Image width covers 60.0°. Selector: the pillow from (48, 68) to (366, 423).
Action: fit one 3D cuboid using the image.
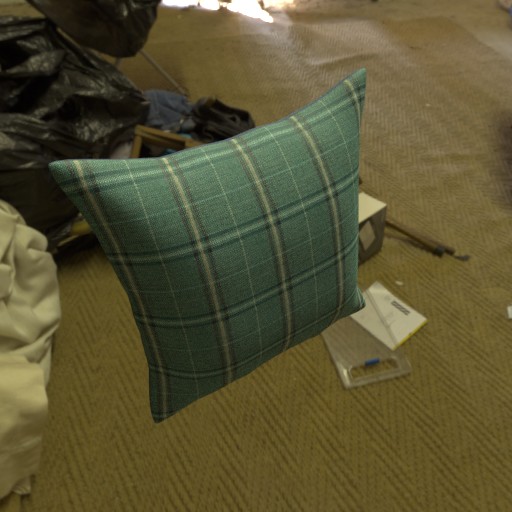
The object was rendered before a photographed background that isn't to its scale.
[{"bbox_3d":[0.000,0.000,0.673,0.453,0.430,0.200,-25,50,-23],"label":"pillow"}]
